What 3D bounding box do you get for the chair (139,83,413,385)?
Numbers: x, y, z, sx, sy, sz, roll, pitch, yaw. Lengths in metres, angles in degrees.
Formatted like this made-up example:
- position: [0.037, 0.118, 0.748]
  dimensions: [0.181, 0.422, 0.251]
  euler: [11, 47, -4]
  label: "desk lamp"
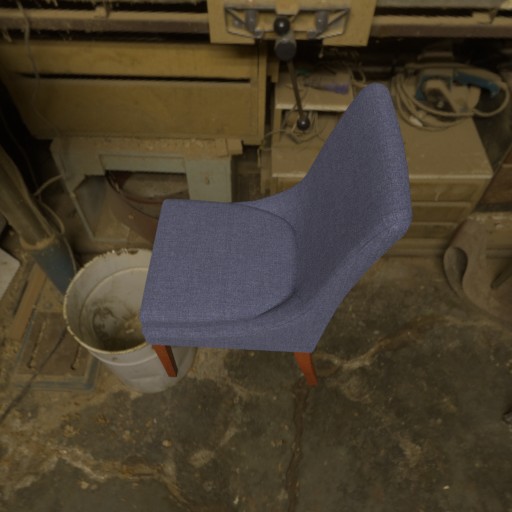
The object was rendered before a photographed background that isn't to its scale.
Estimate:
- position: [0.000, 0.000, 1.371]
  dimensions: [0.655, 0.952, 0.508]
  euler: [2, 57, 1]
  label: "chair"
